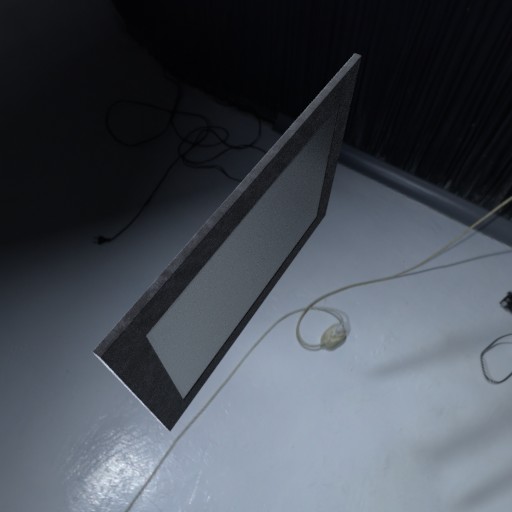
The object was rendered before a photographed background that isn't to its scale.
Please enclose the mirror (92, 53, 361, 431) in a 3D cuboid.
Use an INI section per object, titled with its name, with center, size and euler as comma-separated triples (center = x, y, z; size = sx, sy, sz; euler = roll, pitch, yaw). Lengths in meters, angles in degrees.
[mirror]
center = 0.000, 0.000, 1.421
size = 0.022, 0.795, 1.101
euler = 30, 63, 17
